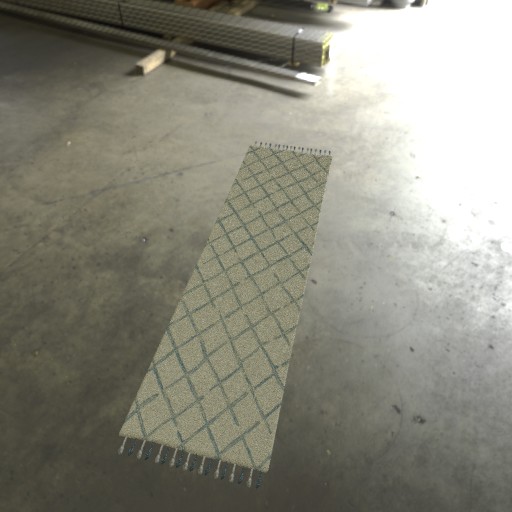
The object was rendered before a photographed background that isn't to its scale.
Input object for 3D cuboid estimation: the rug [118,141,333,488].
[{"bbox_3d":[0.000,0.000,2.509,0.620,0.008,2.372,10,46,9],"label":"rug"}]
